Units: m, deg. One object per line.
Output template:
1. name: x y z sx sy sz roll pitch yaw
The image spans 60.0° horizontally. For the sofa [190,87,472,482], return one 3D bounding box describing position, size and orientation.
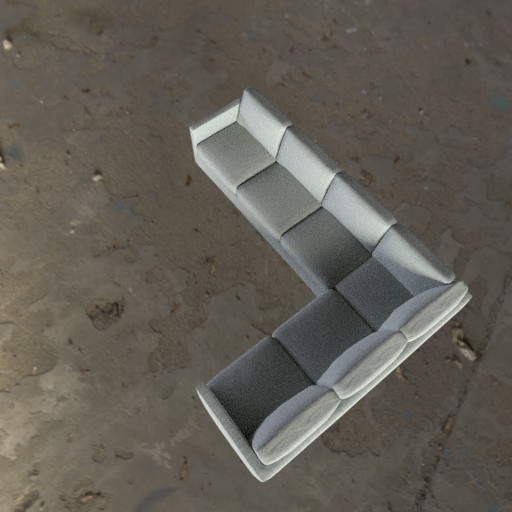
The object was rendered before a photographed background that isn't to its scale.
1. sofa: 0.000 0.000 4.509 2.522 0.934 3.333 -35 69 -16
